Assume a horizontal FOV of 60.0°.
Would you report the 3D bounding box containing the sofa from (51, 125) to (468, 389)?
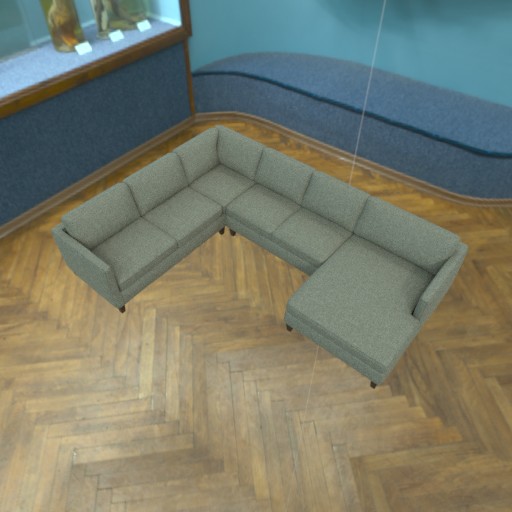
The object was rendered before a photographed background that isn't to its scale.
[{"bbox_3d":[0.000,0.000,4.597,3.403,0.889,2.551,31,54,26],"label":"sofa"}]
